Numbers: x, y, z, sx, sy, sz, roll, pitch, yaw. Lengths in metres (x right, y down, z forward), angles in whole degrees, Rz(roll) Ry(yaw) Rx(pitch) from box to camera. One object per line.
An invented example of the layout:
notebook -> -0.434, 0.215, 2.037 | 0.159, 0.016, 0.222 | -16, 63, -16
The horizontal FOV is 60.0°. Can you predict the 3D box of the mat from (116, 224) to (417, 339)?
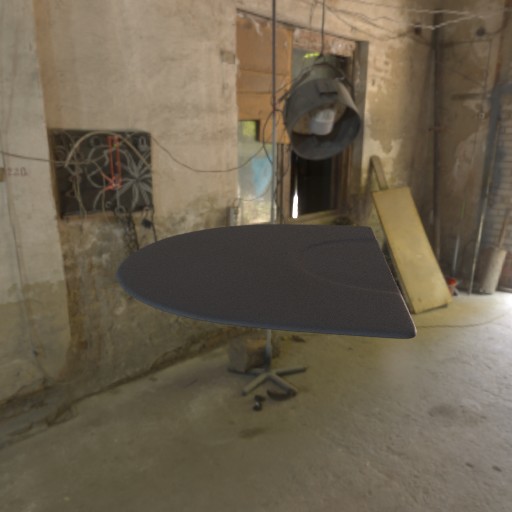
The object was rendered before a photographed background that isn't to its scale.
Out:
mat -> 0.000, 0.000, 1.602 | 0.917, 0.016, 1.220 | 2, 15, 9
